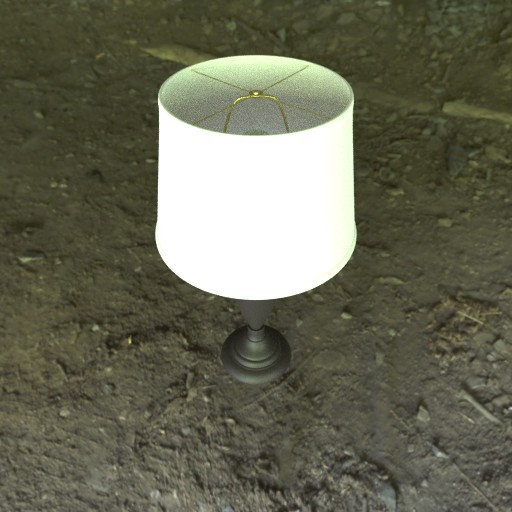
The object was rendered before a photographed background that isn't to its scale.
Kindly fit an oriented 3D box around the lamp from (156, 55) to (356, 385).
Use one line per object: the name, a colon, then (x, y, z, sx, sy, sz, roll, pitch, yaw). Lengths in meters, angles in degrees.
lamp: (0.000, 0.000, 0.799, 0.335, 0.611, 0.335, 0, 43, 0)
